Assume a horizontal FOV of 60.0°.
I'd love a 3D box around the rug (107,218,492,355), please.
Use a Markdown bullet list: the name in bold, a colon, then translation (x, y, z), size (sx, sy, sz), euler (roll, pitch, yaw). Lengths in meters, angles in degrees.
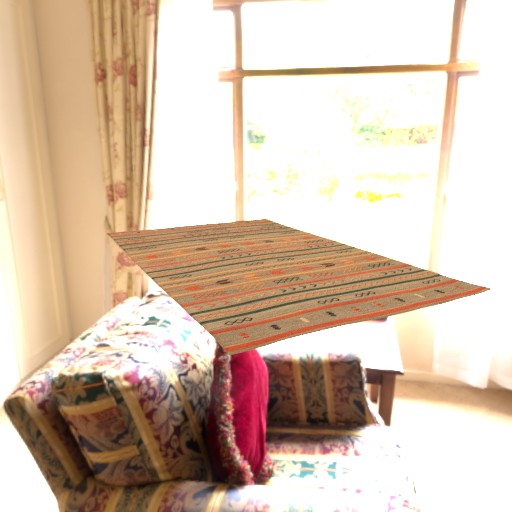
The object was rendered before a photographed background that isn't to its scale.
- **rug**: translation (0.000, 0.000, 3.033), size (1.537, 0.029, 2.439), euler (-8, 17, -27)
